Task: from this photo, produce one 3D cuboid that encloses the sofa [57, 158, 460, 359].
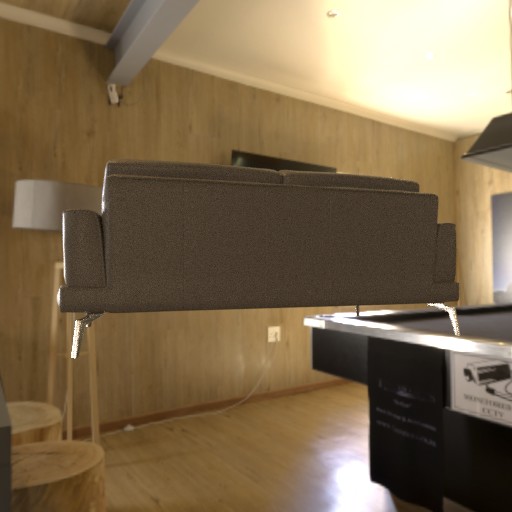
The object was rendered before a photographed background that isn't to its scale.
[{"bbox_3d":[0.000,0.000,2.732,2.177,0.930,1.121,0,-2,-18],"label":"sofa"}]
